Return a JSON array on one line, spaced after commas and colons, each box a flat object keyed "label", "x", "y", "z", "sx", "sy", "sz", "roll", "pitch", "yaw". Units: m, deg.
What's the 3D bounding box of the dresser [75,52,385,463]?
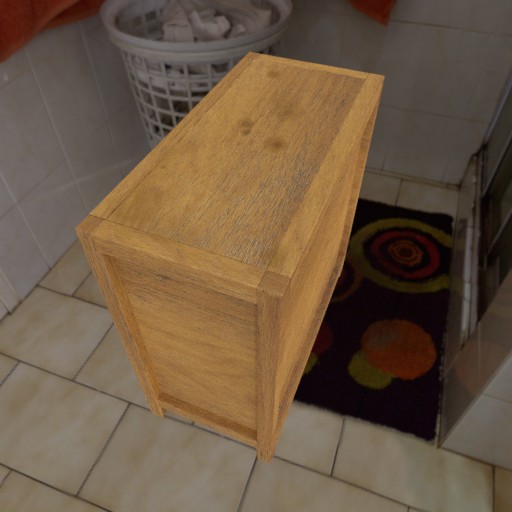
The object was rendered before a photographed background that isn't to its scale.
[{"label": "dresser", "x": 0.000, "y": 0.000, "z": 1.293, "sx": 0.427, "sy": 0.804, "sz": 0.804, "roll": 17, "pitch": 50, "yaw": 15}]
